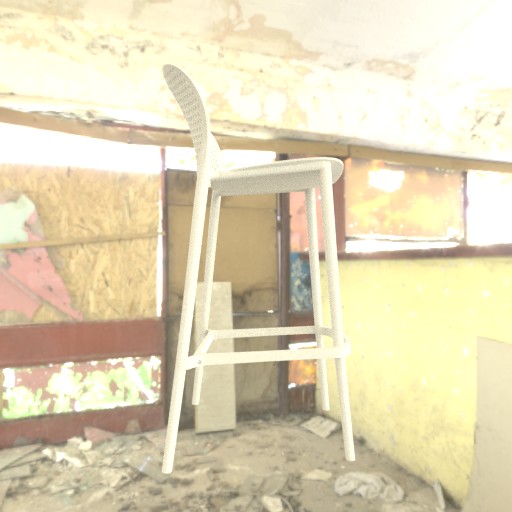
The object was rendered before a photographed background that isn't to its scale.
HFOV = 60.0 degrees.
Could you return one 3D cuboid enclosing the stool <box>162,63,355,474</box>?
[{"bbox_3d":[0.000,0.000,1.326,0.535,1.045,0.536,0,-1,0],"label":"stool"}]
